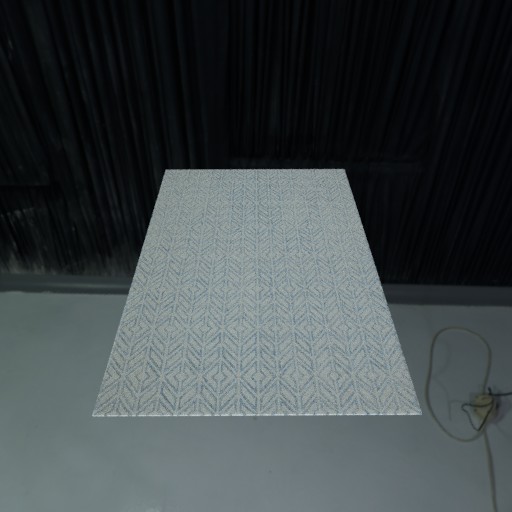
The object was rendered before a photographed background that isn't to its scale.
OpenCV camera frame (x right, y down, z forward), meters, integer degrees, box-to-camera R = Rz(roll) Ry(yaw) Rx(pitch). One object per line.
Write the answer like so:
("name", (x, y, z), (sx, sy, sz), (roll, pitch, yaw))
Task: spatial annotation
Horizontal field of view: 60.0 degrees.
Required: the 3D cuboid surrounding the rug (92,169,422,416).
("rug", (0.000, 0.000, 2.337), (1.220, 0.008, 1.824), (0, 40, 0))
